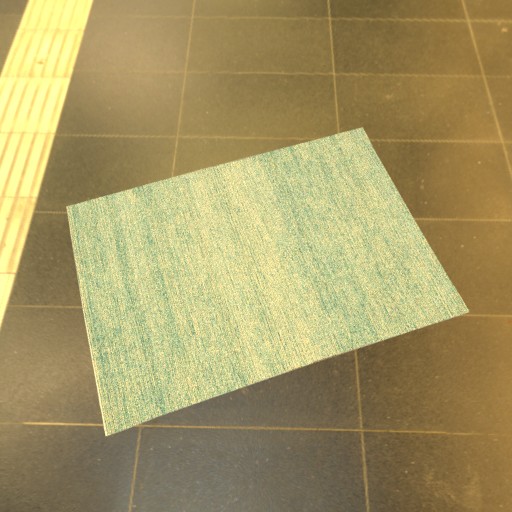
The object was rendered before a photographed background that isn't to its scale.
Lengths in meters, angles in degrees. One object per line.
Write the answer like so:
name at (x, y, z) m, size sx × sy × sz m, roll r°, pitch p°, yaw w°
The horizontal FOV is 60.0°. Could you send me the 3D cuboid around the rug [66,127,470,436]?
rug at (0.000, 0.000, 2.954) m, size 2.305 × 0.029 × 1.593 m, roll -17°, pitch 65°, yaw -8°
